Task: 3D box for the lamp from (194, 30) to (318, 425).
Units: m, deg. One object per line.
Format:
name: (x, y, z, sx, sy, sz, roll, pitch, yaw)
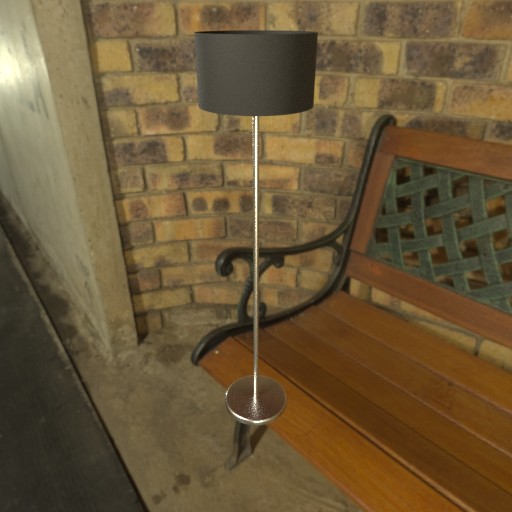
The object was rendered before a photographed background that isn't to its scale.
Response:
lamp: (0.000, 0.000, 1.600, 0.348, 1.443, 0.348, 8, 30, 15)
